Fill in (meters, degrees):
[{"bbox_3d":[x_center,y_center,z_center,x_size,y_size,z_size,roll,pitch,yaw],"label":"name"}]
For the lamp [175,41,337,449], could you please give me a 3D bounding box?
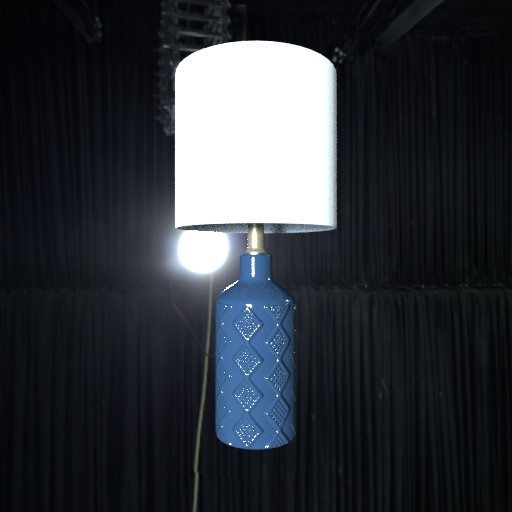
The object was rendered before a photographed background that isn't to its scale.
[{"bbox_3d":[0.000,0.000,0.577,0.207,0.461,0.207,0,0,-19],"label":"lamp"}]
